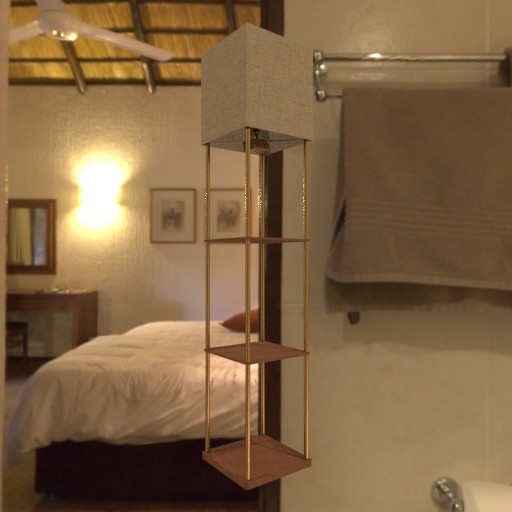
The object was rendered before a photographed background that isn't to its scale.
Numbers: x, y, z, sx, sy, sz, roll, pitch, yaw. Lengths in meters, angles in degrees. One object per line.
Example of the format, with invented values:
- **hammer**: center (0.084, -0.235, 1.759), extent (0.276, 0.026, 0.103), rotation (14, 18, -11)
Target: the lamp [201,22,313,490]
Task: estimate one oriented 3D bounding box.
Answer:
- **lamp**: center (0.000, 0.000, 1.699), extent (0.308, 1.569, 0.310), rotation (0, -1, -36)
